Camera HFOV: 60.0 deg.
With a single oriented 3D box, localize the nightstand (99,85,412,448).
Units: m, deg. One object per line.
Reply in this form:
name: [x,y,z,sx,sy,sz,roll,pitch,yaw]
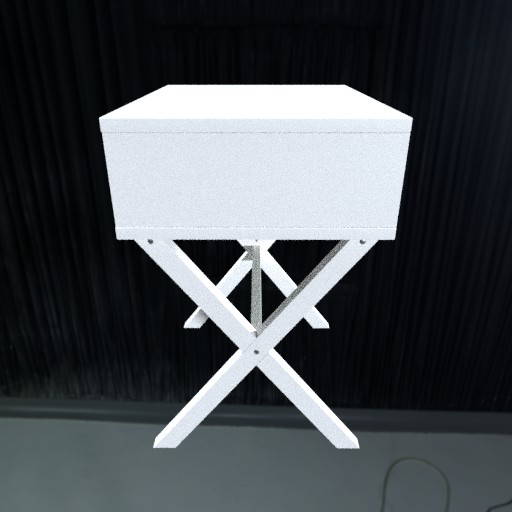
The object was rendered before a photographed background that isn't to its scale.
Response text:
nightstand: [0.000,0.000,0.917,0.402,0.623,0.479,0,26,0]
